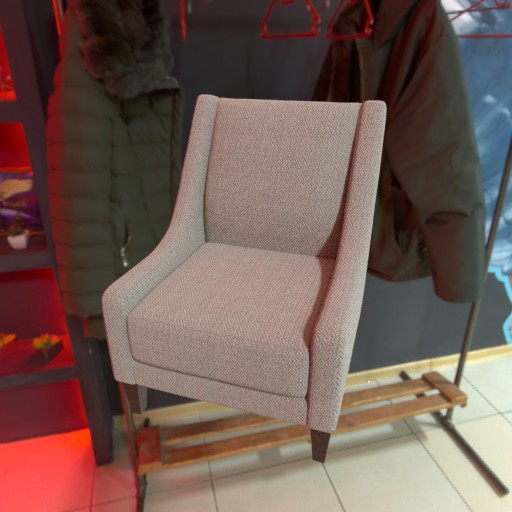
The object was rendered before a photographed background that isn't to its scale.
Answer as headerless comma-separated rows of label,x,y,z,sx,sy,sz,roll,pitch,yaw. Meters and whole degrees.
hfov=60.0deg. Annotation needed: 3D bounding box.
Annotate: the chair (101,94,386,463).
chair,0.000,0.000,1.607,0.774,1.014,0.870,8,27,16
